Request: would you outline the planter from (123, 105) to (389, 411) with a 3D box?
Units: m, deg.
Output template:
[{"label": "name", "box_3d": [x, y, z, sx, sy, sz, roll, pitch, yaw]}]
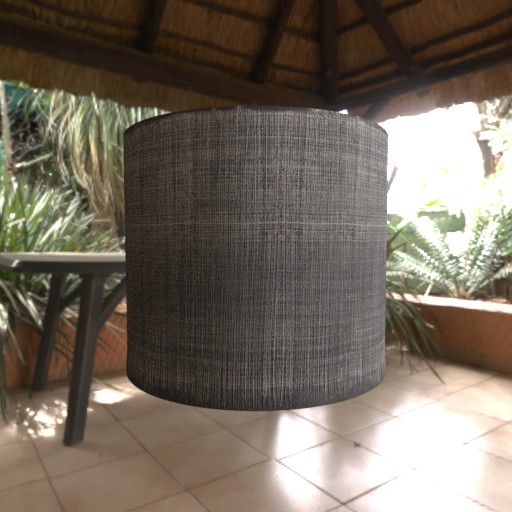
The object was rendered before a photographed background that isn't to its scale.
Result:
[{"label": "planter", "box_3d": [0.000, 0.000, 0.313, 0.178, 0.157, 0.178, 0, 2, 0]}]
